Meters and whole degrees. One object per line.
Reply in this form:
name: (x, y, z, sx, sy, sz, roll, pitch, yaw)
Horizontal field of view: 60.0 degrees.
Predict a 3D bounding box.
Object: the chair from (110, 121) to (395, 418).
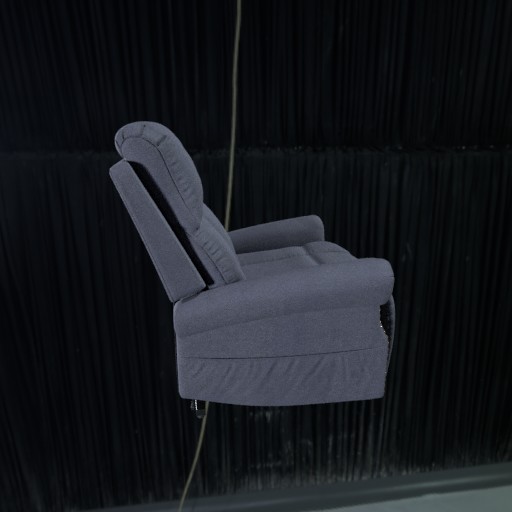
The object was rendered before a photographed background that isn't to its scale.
chair: (0.000, 0.000, 1.778, 0.979, 1.031, 0.871, -3, 17, -10)
